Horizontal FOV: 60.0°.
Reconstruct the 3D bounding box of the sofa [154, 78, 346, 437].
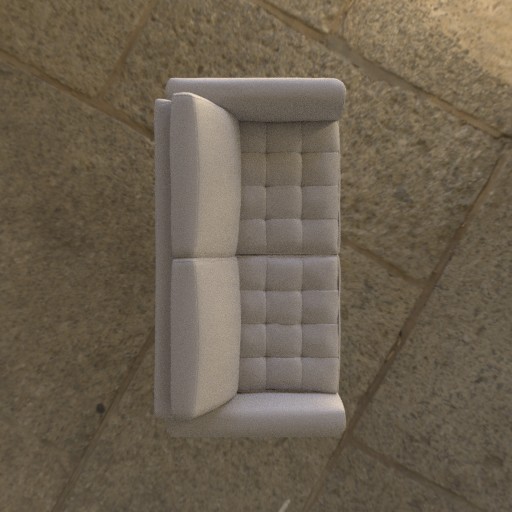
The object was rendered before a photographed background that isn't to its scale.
[{"bbox_3d":[0.000,0.000,2.777,1.121,0.930,2.177,0,90,1],"label":"sofa"}]
